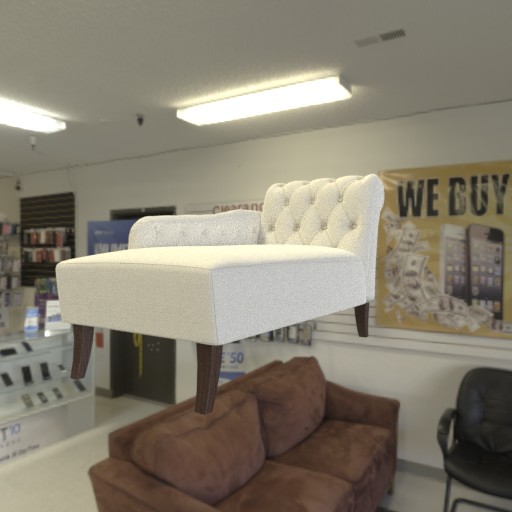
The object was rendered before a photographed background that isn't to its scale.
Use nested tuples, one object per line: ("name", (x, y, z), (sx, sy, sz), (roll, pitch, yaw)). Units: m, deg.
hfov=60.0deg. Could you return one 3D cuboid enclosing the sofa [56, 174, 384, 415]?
("sofa", (0.000, 0.000, 1.827), (0.675, 0.787, 1.379), (1, 1, 34))
